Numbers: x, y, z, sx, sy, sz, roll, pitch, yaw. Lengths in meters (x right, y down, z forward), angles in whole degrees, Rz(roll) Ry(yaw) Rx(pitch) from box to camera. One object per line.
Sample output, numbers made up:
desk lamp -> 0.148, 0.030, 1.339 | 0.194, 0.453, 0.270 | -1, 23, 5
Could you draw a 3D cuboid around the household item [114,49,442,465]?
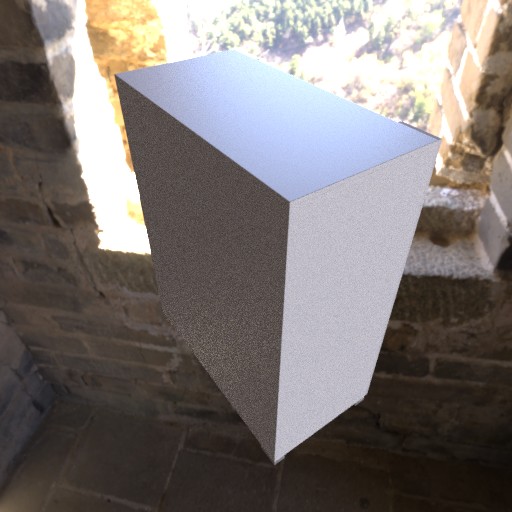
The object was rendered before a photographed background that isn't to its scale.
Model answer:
household item -> 0.000, 0.000, 1.428 | 0.420, 1.010, 0.790 | -25, 47, -26
